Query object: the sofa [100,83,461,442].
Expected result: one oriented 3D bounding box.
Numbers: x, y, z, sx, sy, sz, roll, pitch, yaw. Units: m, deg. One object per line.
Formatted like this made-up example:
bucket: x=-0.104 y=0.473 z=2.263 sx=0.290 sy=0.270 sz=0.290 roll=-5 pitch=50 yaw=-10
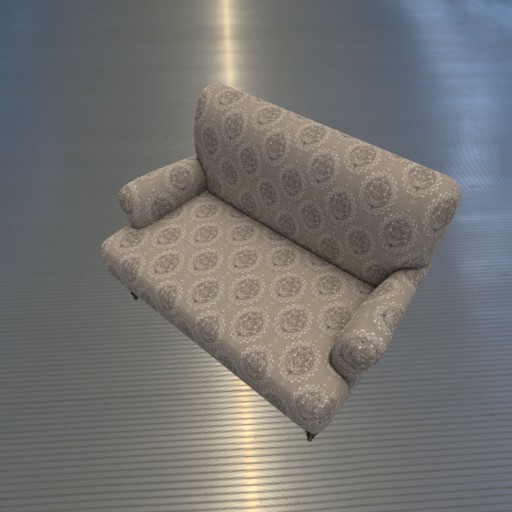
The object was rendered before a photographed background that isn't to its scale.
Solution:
sofa: x=0.000 y=0.000 z=1.834 sx=1.297 sy=0.889 sz=0.779 roll=32 pitch=54 yaw=27
